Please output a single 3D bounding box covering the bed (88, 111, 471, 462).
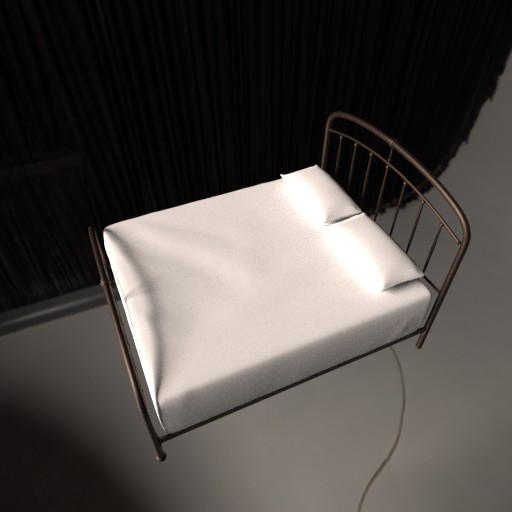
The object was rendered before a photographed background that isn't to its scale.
[{"bbox_3d":[0.000,0.000,3.278,2.180,1.425,1.711,-18,47,-17],"label":"bed"}]
